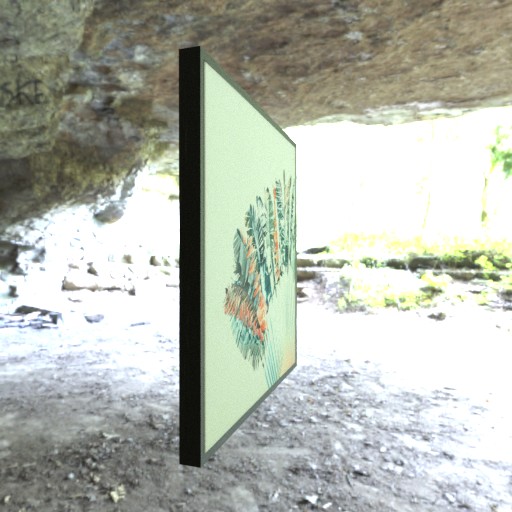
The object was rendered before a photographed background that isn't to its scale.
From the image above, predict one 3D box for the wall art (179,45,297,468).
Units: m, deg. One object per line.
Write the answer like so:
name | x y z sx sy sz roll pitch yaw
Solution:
wall art | 0.000 0.000 1.165 0.043 0.758 0.762 0 0 18
